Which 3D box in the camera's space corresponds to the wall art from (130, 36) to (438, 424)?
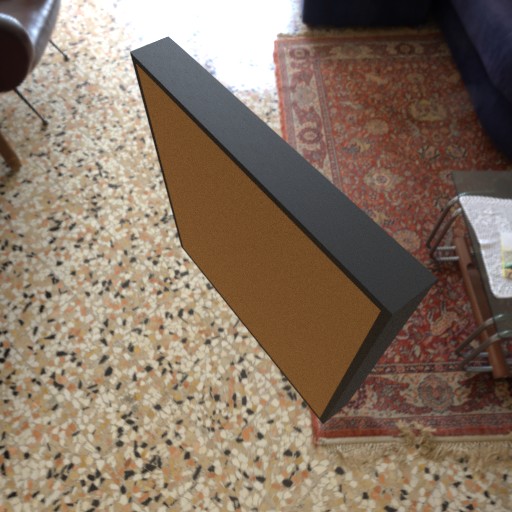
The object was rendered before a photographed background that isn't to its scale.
[{"bbox_3d":[0.000,0.000,0.447,0.038,0.304,0.304,-33,64,-19],"label":"wall art"}]
